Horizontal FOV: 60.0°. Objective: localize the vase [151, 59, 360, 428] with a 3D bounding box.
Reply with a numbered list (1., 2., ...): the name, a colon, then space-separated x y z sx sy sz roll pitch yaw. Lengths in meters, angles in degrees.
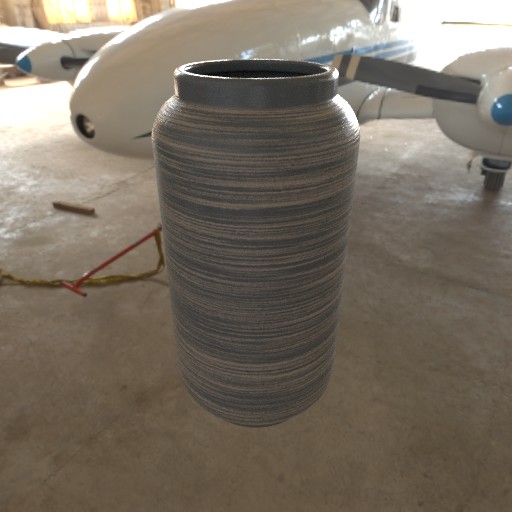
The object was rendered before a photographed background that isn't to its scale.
1. vase: 0.000 0.000 0.292 0.116 0.230 0.116 0 30 0
